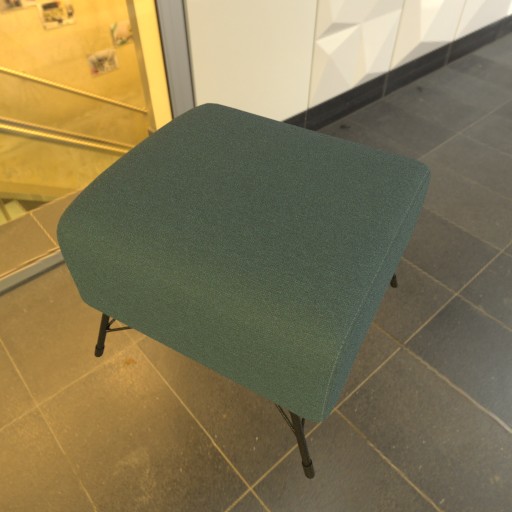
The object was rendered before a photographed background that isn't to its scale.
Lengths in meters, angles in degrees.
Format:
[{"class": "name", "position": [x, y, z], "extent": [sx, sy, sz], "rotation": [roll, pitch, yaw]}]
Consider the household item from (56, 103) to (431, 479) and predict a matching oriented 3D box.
[{"class": "household item", "position": [0.000, 0.000, 0.896], "extent": [0.530, 0.420, 0.530], "rotation": [22, 50, 20]}]
